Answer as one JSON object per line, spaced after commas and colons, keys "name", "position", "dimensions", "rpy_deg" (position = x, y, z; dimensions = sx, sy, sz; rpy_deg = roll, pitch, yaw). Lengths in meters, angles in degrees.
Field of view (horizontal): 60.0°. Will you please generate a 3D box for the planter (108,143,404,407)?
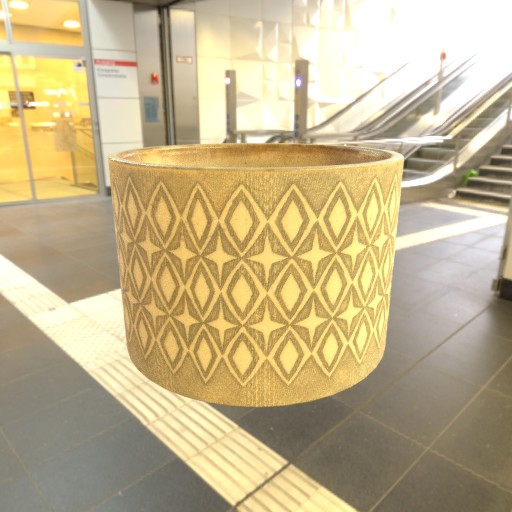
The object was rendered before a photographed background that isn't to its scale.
{"name": "planter", "position": [0.000, 0.000, 0.314], "dimensions": [0.186, 0.144, 0.186], "rpy_deg": [0, 18, 0]}
